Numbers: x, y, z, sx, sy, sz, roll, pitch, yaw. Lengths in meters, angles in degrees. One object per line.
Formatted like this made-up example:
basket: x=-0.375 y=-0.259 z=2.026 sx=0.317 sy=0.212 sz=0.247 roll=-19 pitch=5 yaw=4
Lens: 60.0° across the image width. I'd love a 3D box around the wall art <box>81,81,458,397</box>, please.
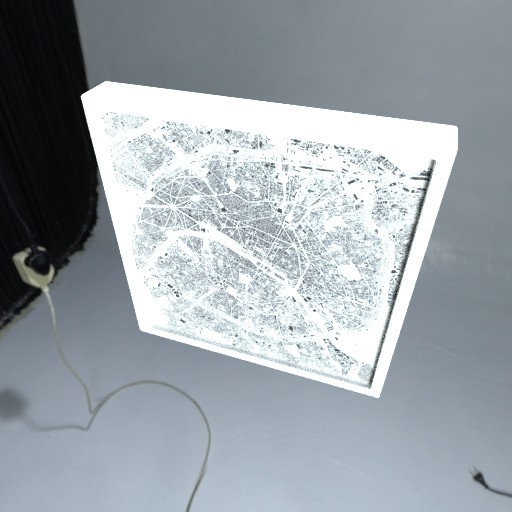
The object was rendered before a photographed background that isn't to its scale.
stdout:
wall art: x=0.000 y=0.000 z=0.451 sx=0.305 sy=0.305 sz=0.038 roll=12 pitch=41 yaw=14
